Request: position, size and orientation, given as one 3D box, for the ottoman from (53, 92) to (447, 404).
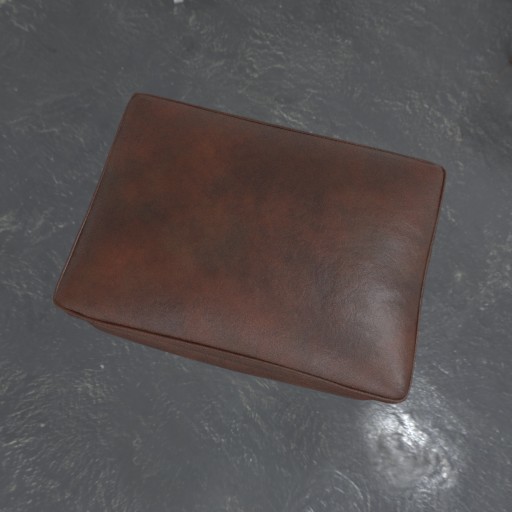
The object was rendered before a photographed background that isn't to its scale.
[{"bbox_3d":[0.000,0.000,0.981,0.665,0.432,0.501,15,76,4],"label":"ottoman"}]
